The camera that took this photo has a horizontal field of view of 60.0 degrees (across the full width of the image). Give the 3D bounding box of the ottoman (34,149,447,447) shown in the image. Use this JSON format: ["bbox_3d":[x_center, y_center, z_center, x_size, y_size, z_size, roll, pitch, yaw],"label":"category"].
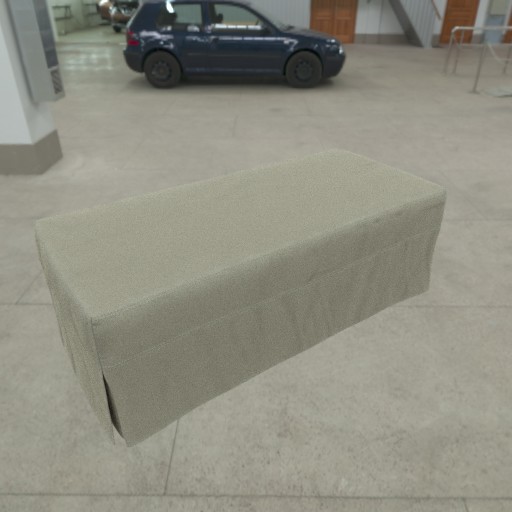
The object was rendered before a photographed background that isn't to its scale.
[{"bbox_3d":[0.000,0.000,1.642,1.388,0.457,0.665,-20,36,-29],"label":"ottoman"}]
